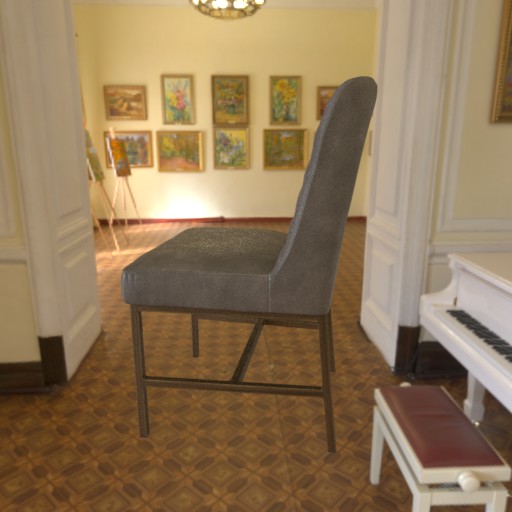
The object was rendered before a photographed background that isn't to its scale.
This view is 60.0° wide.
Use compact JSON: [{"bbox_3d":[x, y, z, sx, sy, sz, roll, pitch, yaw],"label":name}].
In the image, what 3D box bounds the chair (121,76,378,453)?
[{"bbox_3d":[0.000,0.000,1.245,0.587,0.889,0.508,2,14,9],"label":"chair"}]
